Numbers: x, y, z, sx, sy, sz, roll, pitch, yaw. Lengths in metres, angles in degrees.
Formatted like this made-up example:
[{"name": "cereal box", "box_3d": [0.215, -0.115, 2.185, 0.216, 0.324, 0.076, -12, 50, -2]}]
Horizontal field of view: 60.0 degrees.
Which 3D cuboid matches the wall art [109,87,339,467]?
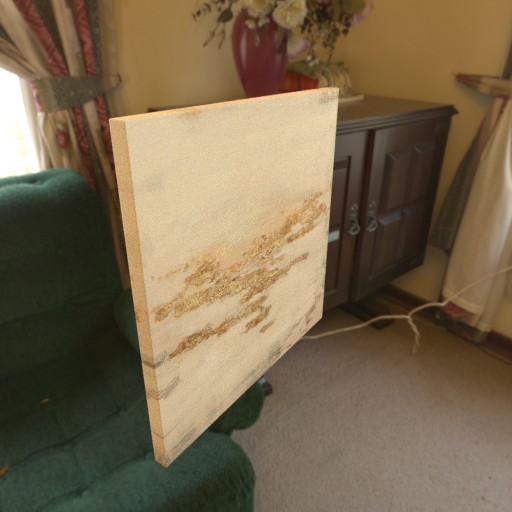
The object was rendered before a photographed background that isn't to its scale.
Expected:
[{"name": "wall art", "box_3d": [0.000, 0.000, 1.125, 0.038, 0.755, 0.753, 17, 30, 31]}]
